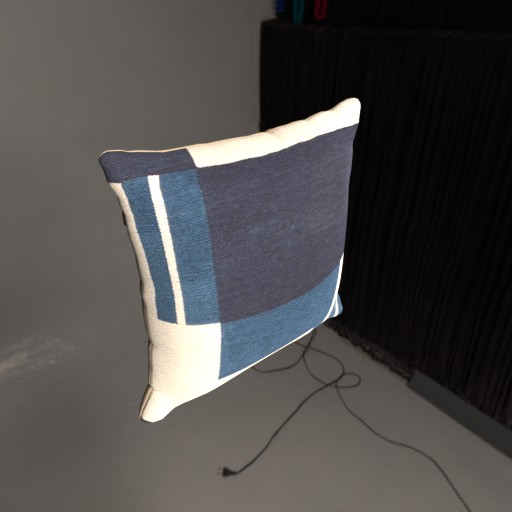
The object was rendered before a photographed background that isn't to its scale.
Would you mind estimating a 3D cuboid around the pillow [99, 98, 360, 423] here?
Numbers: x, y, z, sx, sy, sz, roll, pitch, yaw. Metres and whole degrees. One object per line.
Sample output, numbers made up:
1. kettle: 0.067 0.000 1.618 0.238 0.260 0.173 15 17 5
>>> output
1. pillow: 0.000 0.000 0.823 0.536 0.506 0.229 -22 37 -33
